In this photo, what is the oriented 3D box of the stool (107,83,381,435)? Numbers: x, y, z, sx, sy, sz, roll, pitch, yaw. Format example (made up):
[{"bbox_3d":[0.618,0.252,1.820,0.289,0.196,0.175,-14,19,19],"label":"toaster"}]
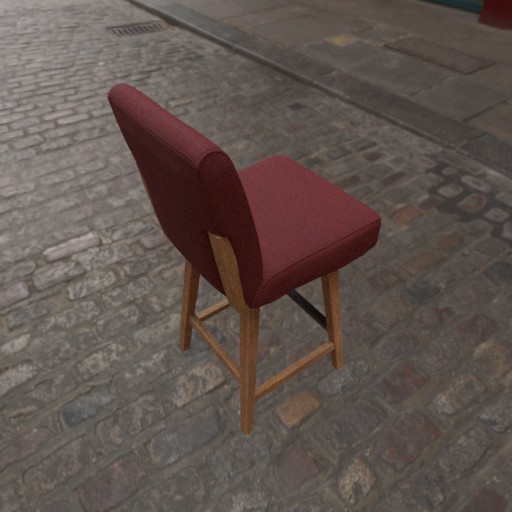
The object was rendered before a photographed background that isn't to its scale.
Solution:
[{"bbox_3d":[0.000,0.000,1.335,0.562,1.038,0.468,-26,48,-27],"label":"stool"}]
